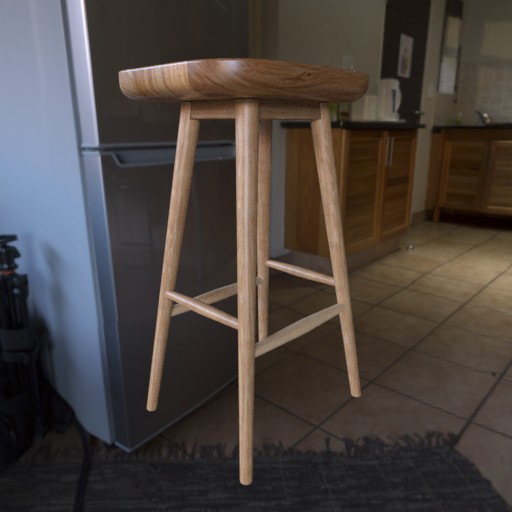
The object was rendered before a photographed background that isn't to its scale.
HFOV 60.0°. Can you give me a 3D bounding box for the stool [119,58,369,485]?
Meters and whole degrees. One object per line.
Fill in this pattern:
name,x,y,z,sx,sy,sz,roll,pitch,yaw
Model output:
stool,0.000,0.000,0.914,0.322,0.698,0.407,16,23,42
